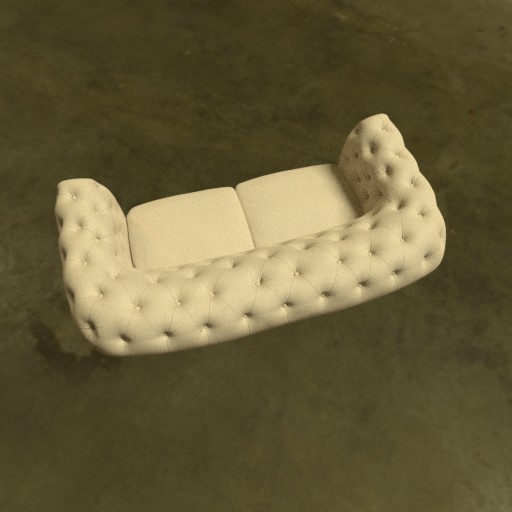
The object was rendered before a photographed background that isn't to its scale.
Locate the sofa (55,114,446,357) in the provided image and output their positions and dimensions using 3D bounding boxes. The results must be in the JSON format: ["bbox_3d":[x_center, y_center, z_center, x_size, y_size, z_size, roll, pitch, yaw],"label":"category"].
[{"bbox_3d":[0.000,0.000,2.544,1.988,0.835,1.069,-14,60,-8],"label":"sofa"}]
